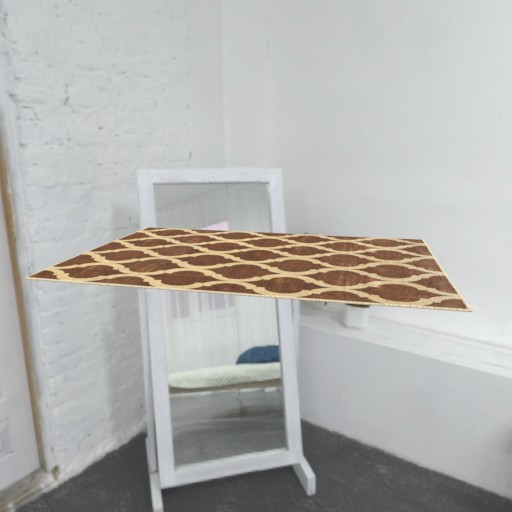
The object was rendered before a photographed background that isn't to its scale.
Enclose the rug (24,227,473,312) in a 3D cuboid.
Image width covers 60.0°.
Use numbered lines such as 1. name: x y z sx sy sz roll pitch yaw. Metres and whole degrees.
1. rug: 0.000 0.000 2.899 2.284 0.008 1.522 3 15 12
